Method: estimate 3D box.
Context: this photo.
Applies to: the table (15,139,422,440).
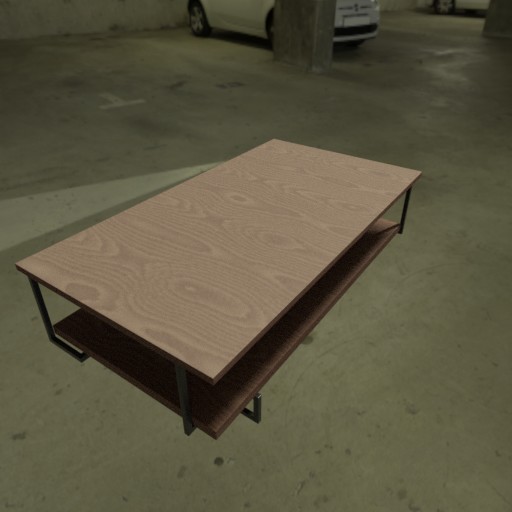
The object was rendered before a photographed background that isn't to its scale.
[{"bbox_3d":[0.000,0.000,1.468,0.651,0.347,1.197,21,38,29],"label":"table"}]
